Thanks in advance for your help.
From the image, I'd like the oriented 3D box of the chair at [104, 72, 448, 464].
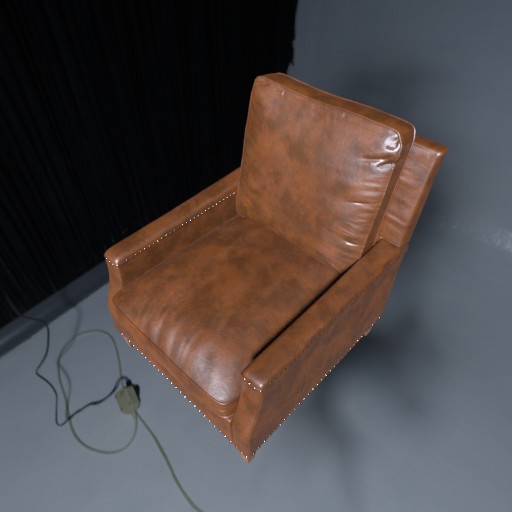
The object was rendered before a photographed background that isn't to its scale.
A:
[{"bbox_3d":[0.000,0.000,1.770,0.854,1.054,1.035,34,55,29],"label":"chair"}]
